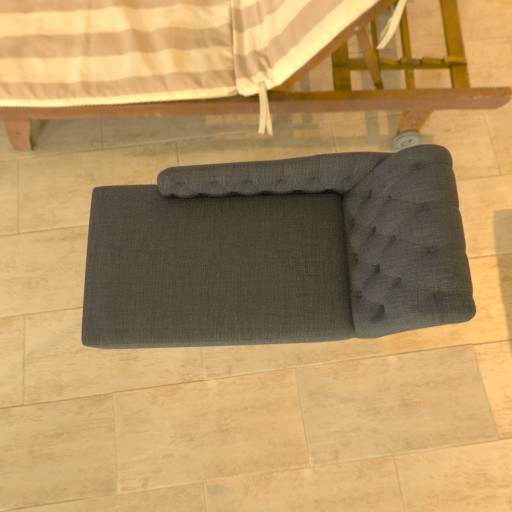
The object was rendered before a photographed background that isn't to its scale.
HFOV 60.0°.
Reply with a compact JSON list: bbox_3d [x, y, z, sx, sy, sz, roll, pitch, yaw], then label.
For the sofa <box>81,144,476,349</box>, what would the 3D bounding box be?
[{"bbox_3d":[0.000,0.000,1.781,1.379,0.787,0.675,-2,75,0],"label":"sofa"}]
